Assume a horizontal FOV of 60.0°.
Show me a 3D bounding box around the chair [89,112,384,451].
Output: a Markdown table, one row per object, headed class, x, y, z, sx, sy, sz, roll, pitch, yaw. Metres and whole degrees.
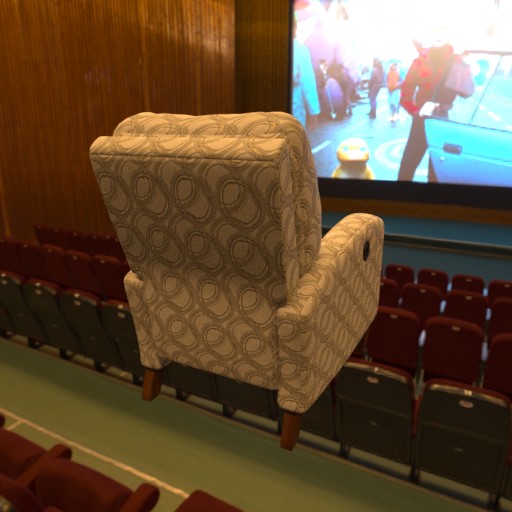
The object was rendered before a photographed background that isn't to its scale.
| class | x | y | z | sx | sy | sz | roll | pitch | yaw |
| --- | --- | --- | --- | --- | --- | --- | --- | --- | --- |
| chair | 0.000 | 0.000 | 1.744 | 0.796 | 1.065 | 0.995 | 8 | 18 | 26 |
